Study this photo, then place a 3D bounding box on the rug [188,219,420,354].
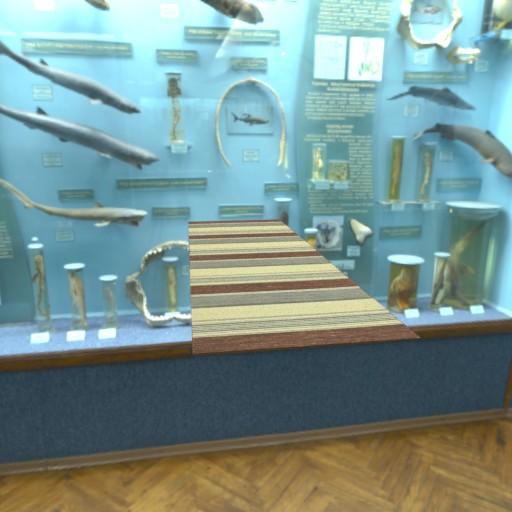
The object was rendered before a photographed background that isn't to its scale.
[{"bbox_3d":[0.000,0.000,2.659,0.792,0.006,2.437,-2,15,-8],"label":"rug"}]
